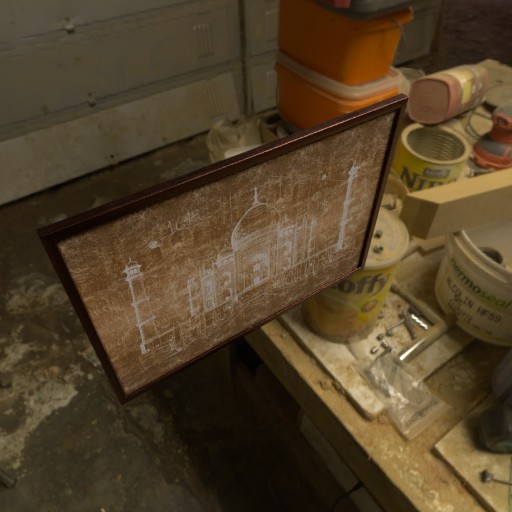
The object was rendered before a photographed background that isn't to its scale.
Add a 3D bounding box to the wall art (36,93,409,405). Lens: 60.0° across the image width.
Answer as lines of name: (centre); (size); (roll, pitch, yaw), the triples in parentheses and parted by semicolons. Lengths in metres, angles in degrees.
wall art: (0.000, 0.000, 0.555); (0.431, 0.304, 0.012); (-26, 52, -23)
